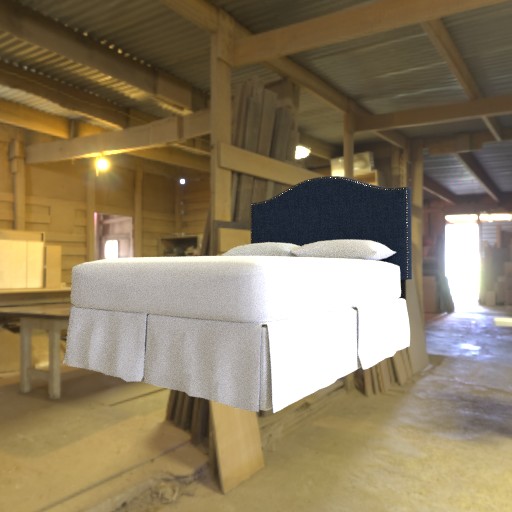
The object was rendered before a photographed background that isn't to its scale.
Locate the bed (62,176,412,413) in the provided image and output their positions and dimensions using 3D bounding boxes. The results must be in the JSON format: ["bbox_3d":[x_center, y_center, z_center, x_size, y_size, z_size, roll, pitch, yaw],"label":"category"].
[{"bbox_3d":[0.000,0.000,3.316,1.713,1.518,2.153,-1,-2,36],"label":"bed"}]
